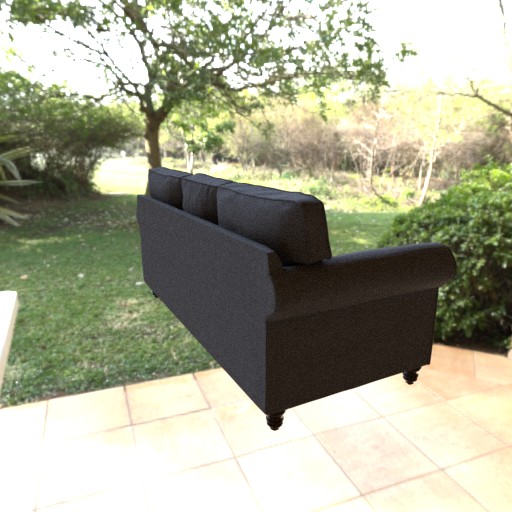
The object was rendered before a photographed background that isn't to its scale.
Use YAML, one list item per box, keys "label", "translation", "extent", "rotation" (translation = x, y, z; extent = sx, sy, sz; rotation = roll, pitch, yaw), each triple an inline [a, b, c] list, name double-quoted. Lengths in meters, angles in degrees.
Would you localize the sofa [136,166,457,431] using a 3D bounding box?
- label: "sofa"
  translation: [0.000, 0.000, 2.615]
  extent: [0.916, 0.961, 2.084]
  rotation: [-8, 16, -27]
